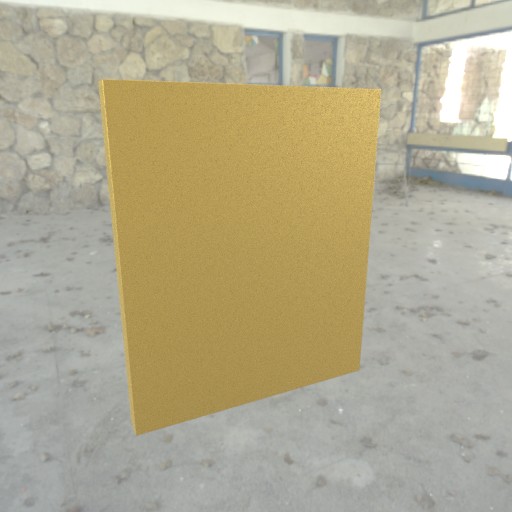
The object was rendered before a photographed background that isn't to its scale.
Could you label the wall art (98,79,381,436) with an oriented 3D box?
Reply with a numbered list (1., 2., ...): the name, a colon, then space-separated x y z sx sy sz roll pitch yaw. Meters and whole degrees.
1. wall art: 0.000 0.000 0.893 0.537 0.642 0.048 -8 19 -25
